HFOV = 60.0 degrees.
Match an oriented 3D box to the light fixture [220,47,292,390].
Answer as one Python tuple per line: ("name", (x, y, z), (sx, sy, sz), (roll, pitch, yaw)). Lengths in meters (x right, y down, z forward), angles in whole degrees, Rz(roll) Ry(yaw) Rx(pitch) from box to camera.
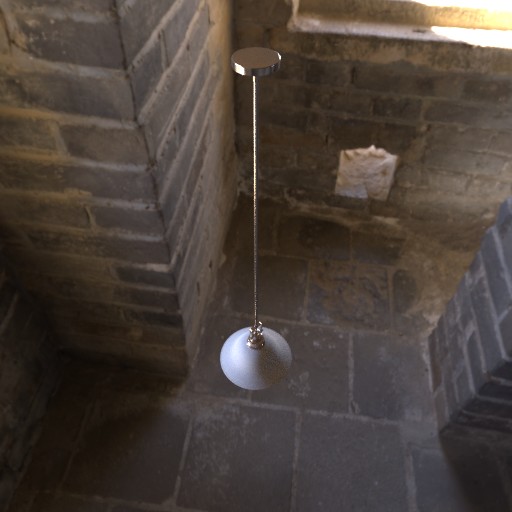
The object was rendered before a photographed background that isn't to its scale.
("light fixture", (0.000, 0.000, 1.521), (0.324, 1.354, 0.324), (-31, 55, -26))
